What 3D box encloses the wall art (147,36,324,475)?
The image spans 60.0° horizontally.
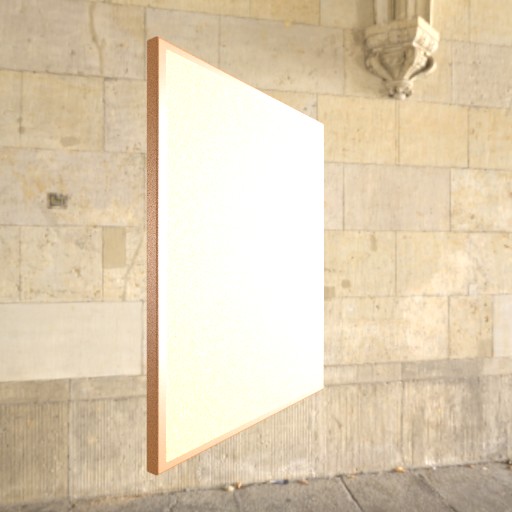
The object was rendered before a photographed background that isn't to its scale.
[{"bbox_3d":[0.000,0.000,0.741,0.021,0.550,0.449,0,0,36],"label":"wall art"}]
